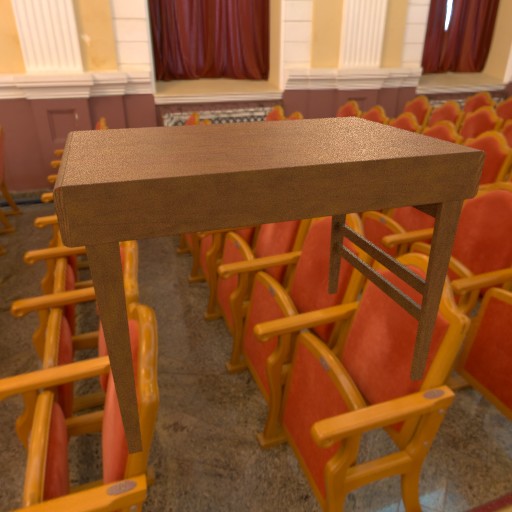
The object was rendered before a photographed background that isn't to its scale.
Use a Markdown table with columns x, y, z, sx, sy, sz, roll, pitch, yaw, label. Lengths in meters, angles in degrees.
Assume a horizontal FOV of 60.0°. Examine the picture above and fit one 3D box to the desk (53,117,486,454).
| x | y | z | sx | sy | sz | roll | pitch | yaw | label |
| --- | --- | --- | --- | --- | --- | --- | --- | --- | --- |
| 0.000 | 0.000 | 1.463 | 1.066 | 0.754 | 0.660 | -8 | 27 | -17 | desk |
